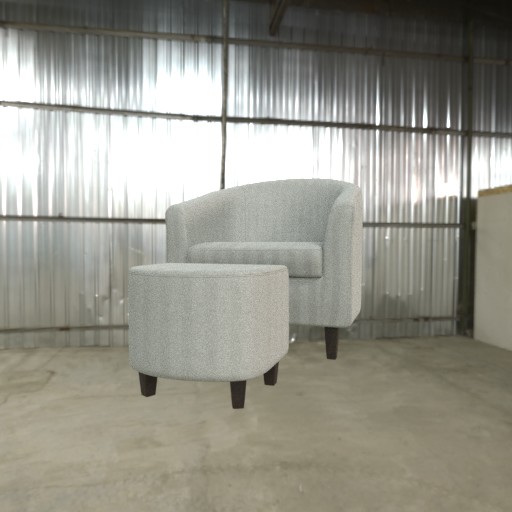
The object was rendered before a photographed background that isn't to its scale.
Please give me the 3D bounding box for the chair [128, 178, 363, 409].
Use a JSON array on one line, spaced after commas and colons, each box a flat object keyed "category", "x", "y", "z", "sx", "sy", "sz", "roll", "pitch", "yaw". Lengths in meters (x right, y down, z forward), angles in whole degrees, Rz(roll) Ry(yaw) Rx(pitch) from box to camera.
[{"category": "chair", "x": 0.000, "y": 0.000, "z": 1.710, "sx": 0.756, "sy": 0.757, "sz": 1.288, "roll": 1, "pitch": 2, "yaw": 19}]
